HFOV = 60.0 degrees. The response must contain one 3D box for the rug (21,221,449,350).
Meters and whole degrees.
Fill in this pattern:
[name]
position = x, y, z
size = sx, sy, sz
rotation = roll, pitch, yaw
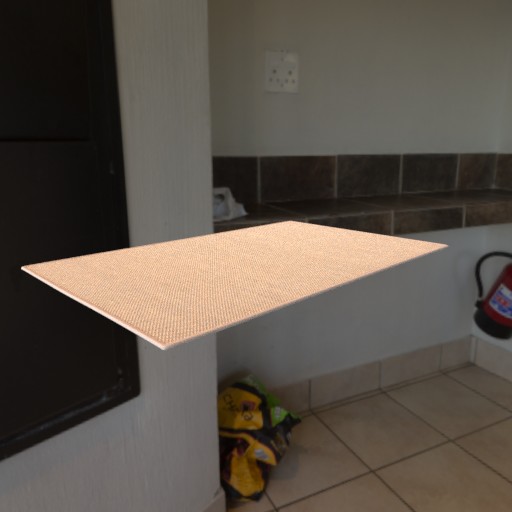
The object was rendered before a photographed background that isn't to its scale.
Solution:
[rug]
position = 0.000, 0.000, 2.024
size = 1.676, 0.013, 1.067
rotation = -13, 19, -43
